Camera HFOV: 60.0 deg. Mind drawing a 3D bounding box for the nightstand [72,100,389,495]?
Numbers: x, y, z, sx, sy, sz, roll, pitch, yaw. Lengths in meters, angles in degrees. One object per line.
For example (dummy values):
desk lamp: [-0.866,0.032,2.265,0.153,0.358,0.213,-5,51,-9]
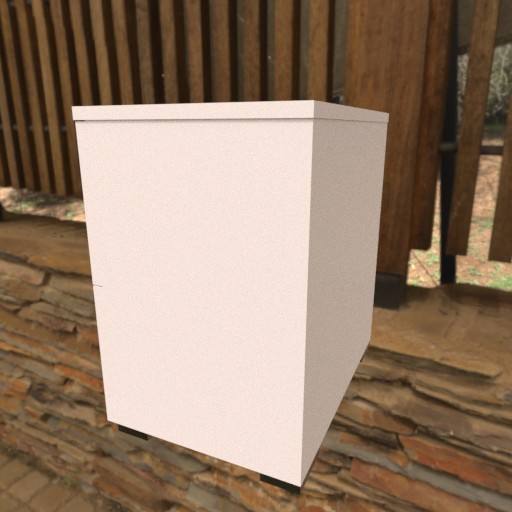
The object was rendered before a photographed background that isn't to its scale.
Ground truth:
nightstand: [0.000,0.000,0.738,0.325,0.460,0.441,7,18,24]
